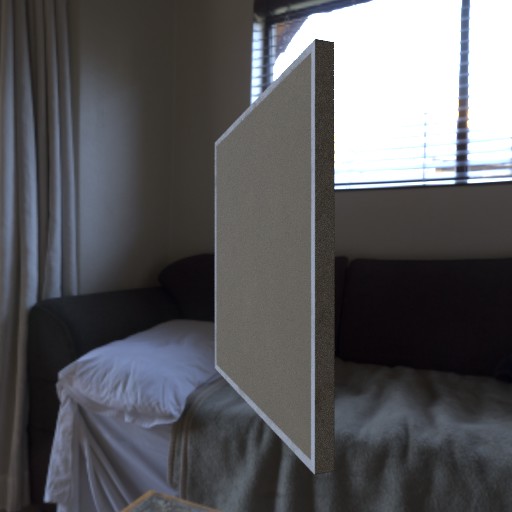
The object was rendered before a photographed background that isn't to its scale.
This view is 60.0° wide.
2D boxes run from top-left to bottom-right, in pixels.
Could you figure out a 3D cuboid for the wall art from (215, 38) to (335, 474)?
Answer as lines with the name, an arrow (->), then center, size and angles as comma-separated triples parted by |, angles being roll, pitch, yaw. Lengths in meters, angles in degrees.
wall art -> 0.000, 0.000, 1.135 | 0.038, 0.757, 0.760 | 0, 0, -18
